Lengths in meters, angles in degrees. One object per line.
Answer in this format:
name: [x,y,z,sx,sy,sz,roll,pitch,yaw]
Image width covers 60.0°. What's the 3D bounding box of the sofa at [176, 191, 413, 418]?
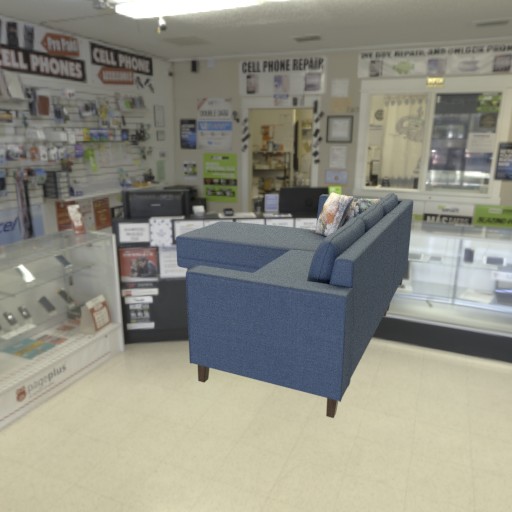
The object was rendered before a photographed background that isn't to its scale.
sofa: [0.000,0.000,3.135,1.829,0.787,2.120,7,17,25]
